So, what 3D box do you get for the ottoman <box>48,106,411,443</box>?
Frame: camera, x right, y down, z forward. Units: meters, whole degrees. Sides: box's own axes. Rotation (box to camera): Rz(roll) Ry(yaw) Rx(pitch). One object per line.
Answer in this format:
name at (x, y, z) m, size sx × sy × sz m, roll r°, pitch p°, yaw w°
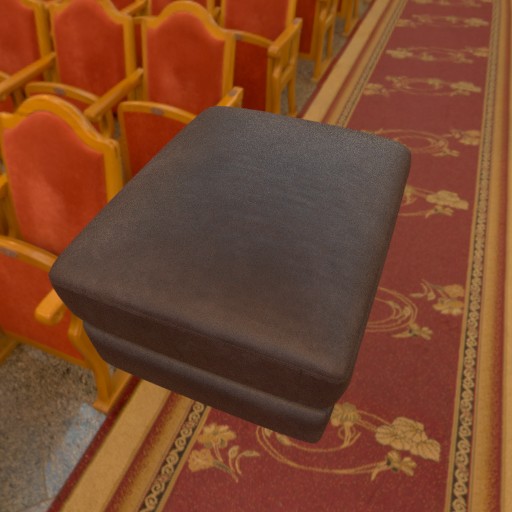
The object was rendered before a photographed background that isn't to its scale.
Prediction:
ottoman at (0.000, 0.000, 1.235) m, size 0.670 × 0.569 × 0.806 m, roll 16°, pitch 48°, yaw 15°
